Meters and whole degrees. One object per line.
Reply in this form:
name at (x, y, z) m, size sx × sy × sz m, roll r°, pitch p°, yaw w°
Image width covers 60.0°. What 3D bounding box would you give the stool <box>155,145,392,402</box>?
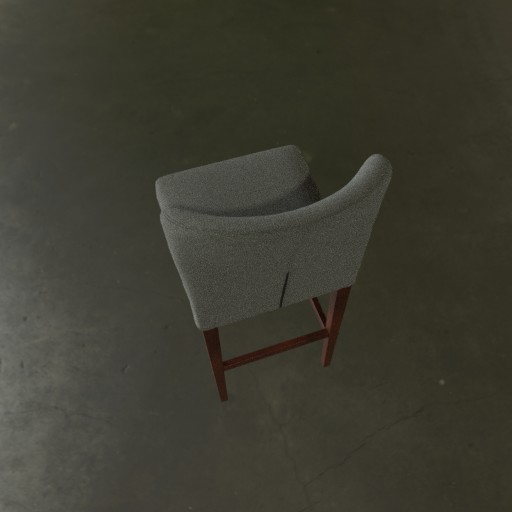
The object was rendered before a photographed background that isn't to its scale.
stool at (0.000, 0.000, 1.369) m, size 0.486 × 1.069 × 0.568 m, roll -16°, pitch 60°, yaw -10°
